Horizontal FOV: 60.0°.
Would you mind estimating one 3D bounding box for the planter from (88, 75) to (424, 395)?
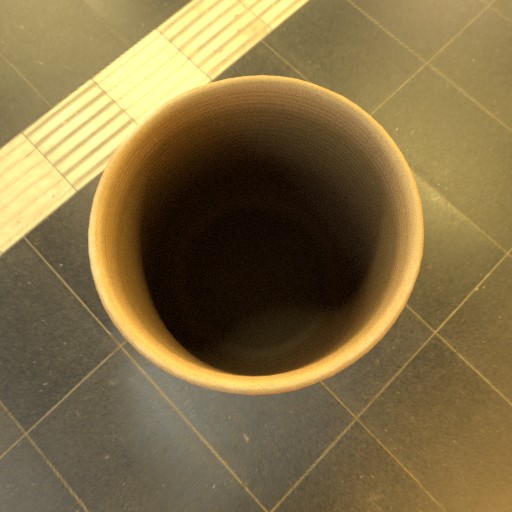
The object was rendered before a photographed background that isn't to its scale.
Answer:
[{"bbox_3d":[0.000,0.000,0.286,0.170,0.152,0.170,0,76,0],"label":"planter"}]
